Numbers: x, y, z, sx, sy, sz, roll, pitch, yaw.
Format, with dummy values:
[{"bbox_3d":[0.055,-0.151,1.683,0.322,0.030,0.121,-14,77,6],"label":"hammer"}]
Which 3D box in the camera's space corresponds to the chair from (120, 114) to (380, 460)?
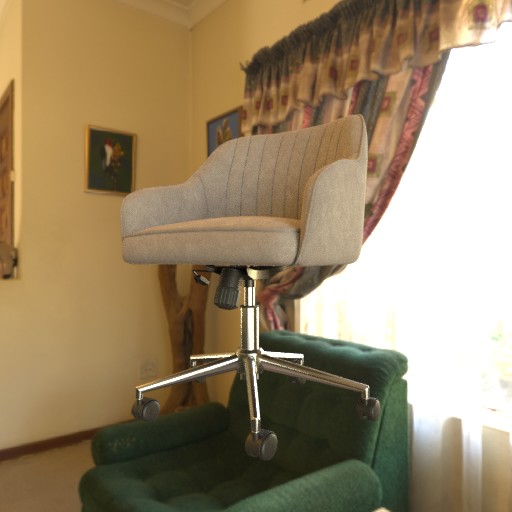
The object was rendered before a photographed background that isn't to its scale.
[{"bbox_3d":[0.000,0.000,1.233,0.635,0.831,0.573,0,0,36],"label":"chair"}]
